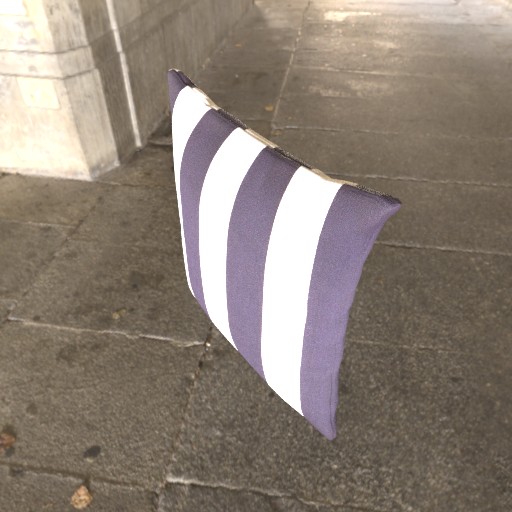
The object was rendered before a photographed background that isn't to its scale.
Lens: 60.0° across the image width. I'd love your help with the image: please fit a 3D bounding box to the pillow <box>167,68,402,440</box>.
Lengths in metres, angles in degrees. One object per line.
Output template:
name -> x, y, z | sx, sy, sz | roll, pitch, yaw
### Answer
pillow -> 0.000, 0.000, 0.797 | 0.189, 0.526, 0.536 | -25, 46, -27
